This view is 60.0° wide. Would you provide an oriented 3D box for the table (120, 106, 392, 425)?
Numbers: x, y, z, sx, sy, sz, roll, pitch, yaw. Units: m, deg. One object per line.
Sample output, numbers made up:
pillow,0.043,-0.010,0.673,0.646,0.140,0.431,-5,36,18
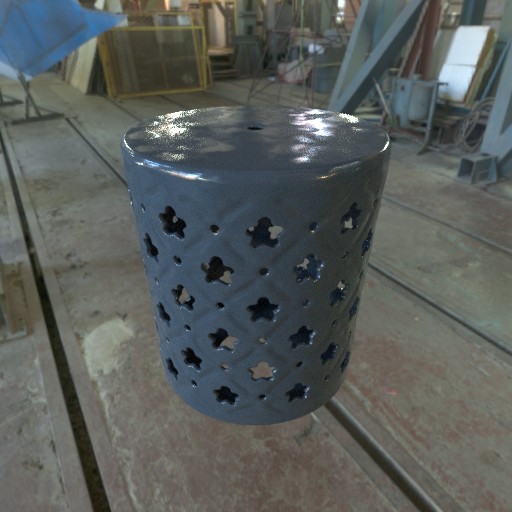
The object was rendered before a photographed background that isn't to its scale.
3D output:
table,0.000,0.000,0.678,0.352,0.387,0.352,0,29,0
